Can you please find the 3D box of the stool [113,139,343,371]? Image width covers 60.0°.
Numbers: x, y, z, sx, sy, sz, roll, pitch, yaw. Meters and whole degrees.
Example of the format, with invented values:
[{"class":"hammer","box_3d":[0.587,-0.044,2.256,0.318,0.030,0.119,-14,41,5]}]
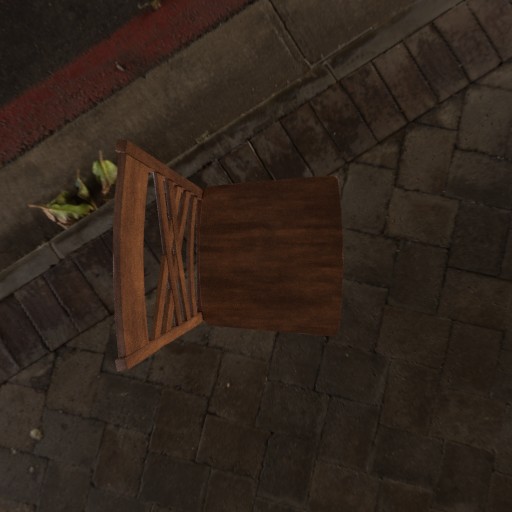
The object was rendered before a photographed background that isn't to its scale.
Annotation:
[{"class":"stool","box_3d":[0.000,0.000,1.361,0.487,1.105,0.433,0,90,3]}]
